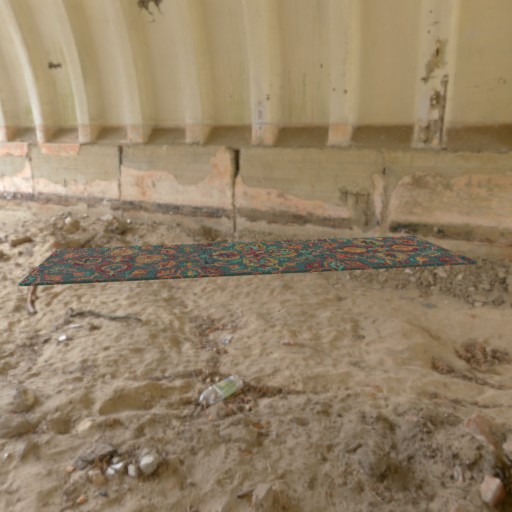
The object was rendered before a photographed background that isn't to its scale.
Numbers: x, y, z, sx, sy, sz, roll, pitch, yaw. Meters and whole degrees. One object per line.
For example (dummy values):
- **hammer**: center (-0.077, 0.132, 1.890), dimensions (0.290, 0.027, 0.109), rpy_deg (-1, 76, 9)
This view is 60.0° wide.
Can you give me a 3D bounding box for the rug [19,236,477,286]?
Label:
- **rug**: center (0.000, 0.000, 2.492), dimensions (2.286, 0.013, 0.686), rpy_deg (-2, 15, -9)
